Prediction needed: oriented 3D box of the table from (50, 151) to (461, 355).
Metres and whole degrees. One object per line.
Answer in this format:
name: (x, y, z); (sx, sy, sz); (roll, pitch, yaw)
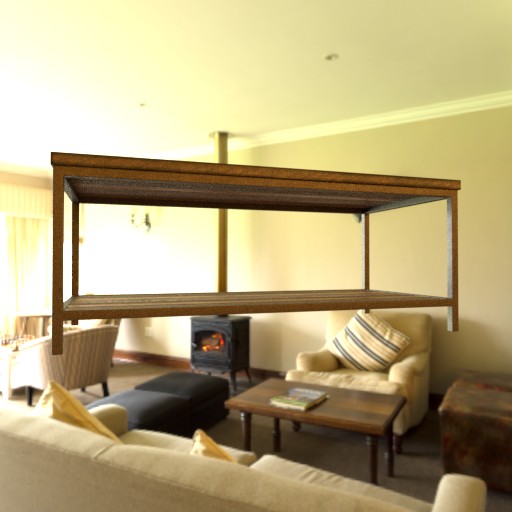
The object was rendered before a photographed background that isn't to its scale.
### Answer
table: (0.000, 0.000, 1.230); (0.990, 0.399, 0.452); (0, -1, -18)
